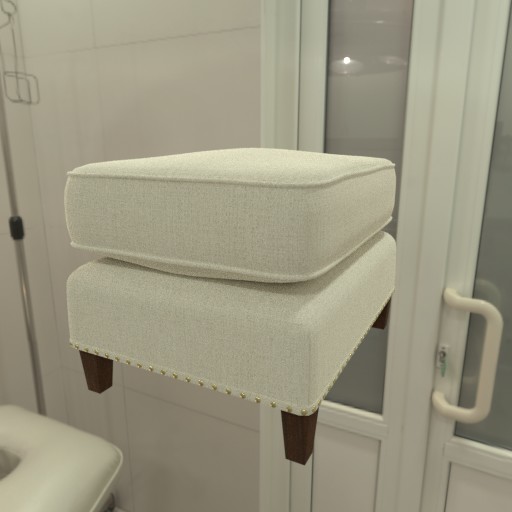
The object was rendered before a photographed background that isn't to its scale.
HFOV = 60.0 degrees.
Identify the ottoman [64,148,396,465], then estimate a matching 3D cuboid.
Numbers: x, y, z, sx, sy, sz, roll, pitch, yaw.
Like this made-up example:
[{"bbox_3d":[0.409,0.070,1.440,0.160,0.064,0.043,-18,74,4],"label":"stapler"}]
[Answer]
[{"bbox_3d":[0.000,0.000,1.132,0.589,0.537,0.738,8,16,26],"label":"ottoman"}]
